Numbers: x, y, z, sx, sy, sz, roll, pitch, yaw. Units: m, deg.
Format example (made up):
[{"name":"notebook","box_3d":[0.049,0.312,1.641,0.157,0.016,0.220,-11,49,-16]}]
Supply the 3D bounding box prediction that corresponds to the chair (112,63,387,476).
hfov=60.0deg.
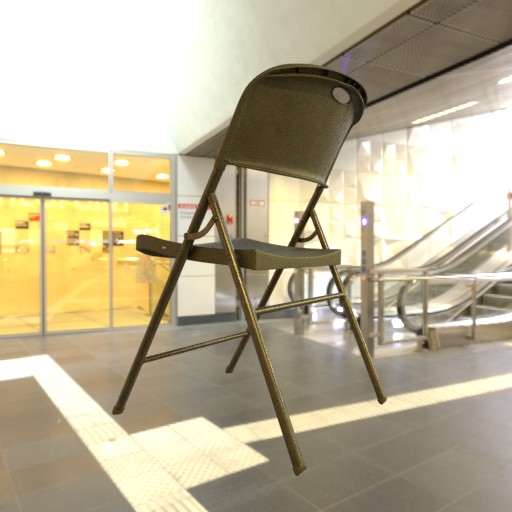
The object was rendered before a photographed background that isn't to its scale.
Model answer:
[{"name":"chair","box_3d":[0.000,0.000,1.169,0.566,0.810,0.494,1,1,35]}]
